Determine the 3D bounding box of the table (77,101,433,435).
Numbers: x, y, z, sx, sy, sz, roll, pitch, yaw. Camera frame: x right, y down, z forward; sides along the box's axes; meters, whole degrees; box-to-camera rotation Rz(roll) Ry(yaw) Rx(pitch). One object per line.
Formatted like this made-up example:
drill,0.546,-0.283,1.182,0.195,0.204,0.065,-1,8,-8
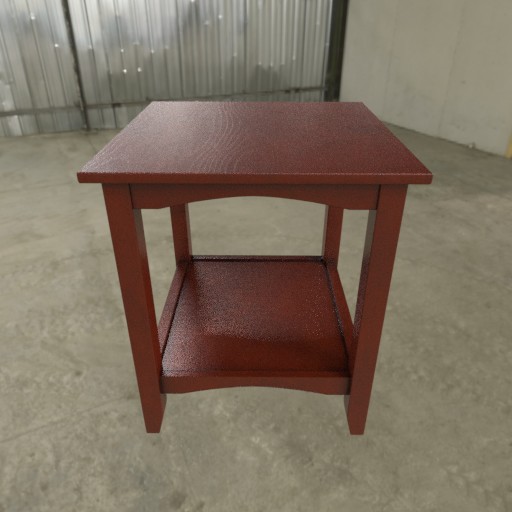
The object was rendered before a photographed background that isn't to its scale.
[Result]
table,0.000,0.000,0.976,0.522,0.558,0.523,2,30,3
